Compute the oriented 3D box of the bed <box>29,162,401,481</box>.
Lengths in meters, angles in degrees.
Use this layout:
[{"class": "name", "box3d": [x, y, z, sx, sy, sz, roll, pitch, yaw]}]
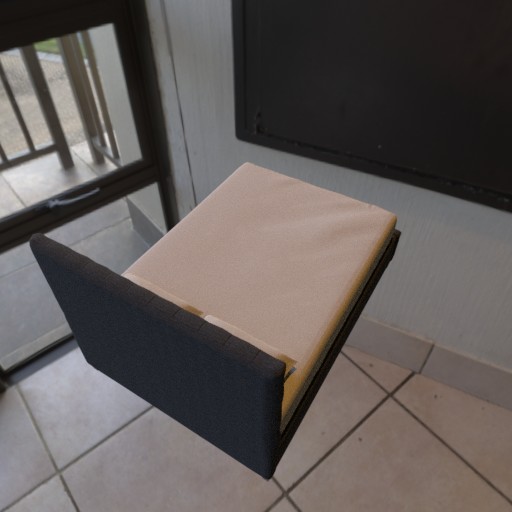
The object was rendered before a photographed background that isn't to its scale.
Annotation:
[{"class": "bed", "box3d": [0.000, 0.000, 3.451, 1.698, 1.427, 2.387, 24, 50, 21]}]
